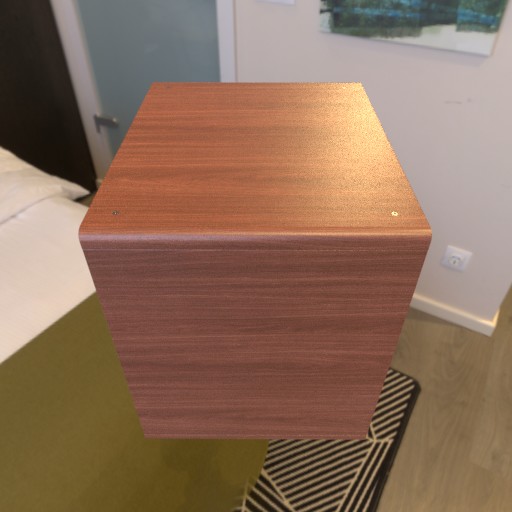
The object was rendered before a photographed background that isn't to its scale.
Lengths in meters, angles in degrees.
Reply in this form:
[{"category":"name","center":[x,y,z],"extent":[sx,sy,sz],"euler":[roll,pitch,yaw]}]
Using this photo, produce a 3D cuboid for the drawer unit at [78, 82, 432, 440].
[{"category":"drawer unit","center":[0.000,0.000,0.607],"extent":[0.290,0.351,0.349],"euler":[0,41,0]}]
